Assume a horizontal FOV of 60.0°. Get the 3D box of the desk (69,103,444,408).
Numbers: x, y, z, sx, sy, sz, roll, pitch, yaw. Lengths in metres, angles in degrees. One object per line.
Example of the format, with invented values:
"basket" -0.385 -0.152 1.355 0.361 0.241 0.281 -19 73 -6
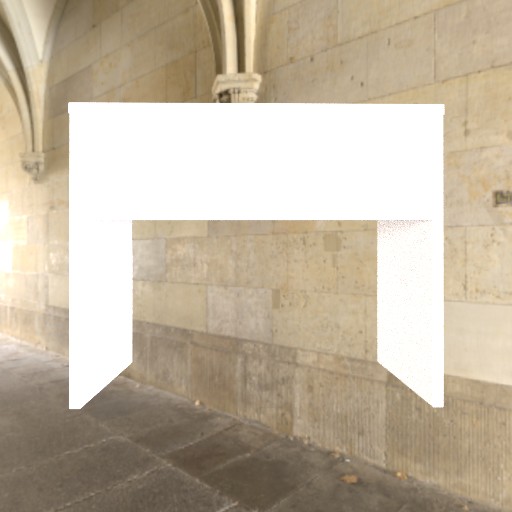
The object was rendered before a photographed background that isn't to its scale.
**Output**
"desk" 0.000 0.000 1.310 0.900 0.729 0.498 0 0 -1
